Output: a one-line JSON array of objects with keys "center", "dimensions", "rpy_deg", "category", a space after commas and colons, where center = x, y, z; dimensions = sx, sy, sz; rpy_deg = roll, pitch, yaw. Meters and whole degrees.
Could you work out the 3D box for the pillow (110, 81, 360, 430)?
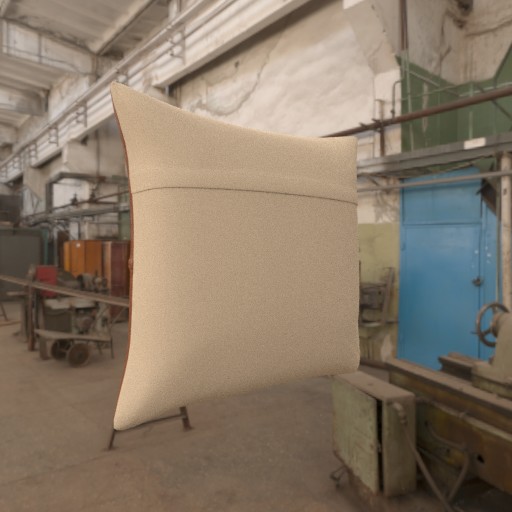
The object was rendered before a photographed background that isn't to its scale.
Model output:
[{"center": [0.000, 0.000, 0.755], "dimensions": [0.501, 0.477, 0.192], "rpy_deg": [0, 1, -37], "category": "pillow"}]
